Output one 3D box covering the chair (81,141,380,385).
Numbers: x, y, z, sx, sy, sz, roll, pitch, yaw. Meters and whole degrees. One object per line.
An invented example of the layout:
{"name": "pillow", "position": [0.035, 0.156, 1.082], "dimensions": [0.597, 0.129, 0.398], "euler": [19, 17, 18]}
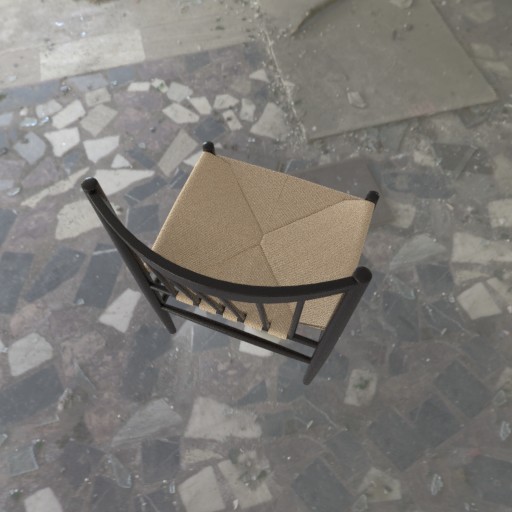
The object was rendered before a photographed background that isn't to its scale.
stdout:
{"name": "chair", "position": [0.000, 0.000, 1.117], "dimensions": [0.495, 0.818, 0.516], "euler": [19, 65, 9]}
